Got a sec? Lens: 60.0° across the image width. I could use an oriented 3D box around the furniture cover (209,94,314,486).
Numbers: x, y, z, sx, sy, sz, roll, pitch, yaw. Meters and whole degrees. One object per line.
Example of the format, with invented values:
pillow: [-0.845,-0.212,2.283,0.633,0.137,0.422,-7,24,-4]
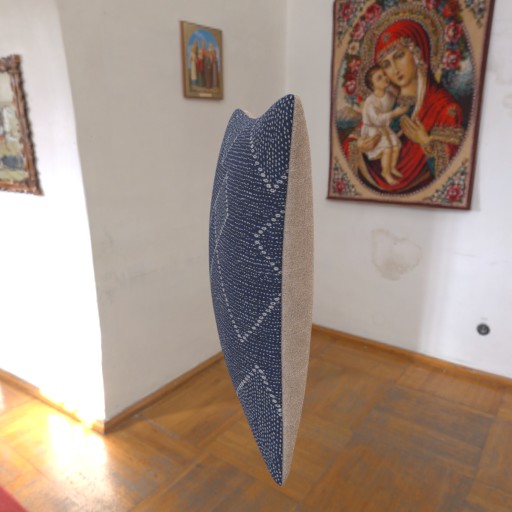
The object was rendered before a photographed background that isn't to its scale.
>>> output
furniture cover: [0.000,0.000,0.770,0.162,0.503,0.511,-2,17,-8]
